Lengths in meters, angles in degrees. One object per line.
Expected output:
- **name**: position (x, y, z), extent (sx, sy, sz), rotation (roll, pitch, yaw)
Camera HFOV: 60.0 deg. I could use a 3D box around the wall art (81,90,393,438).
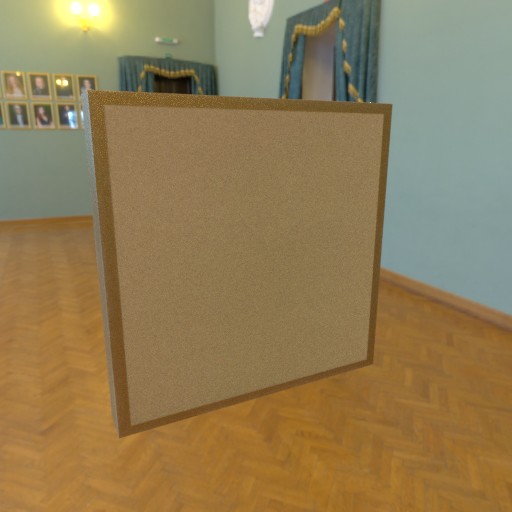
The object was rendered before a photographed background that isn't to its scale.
- **wall art**: position (0.000, 0.000, 0.456), extent (0.306, 0.305, 0.038), rotation (-8, 17, -26)
